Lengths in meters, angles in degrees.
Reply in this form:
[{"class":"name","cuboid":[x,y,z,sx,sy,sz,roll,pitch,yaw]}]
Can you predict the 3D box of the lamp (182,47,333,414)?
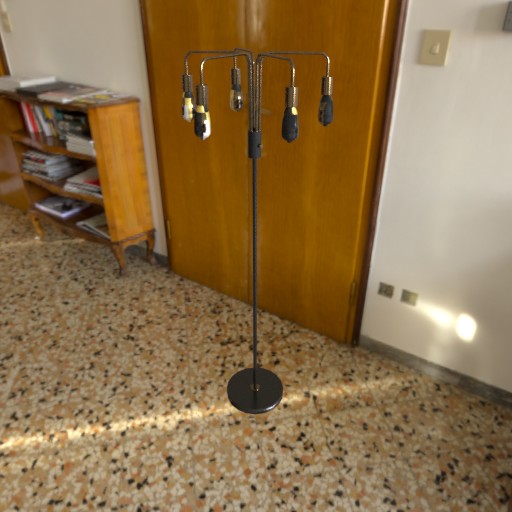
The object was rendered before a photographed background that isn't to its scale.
[{"class":"lamp","cuboid":[0.000,0.000,2.043,0.599,1.721,0.572,0,29,0]}]
